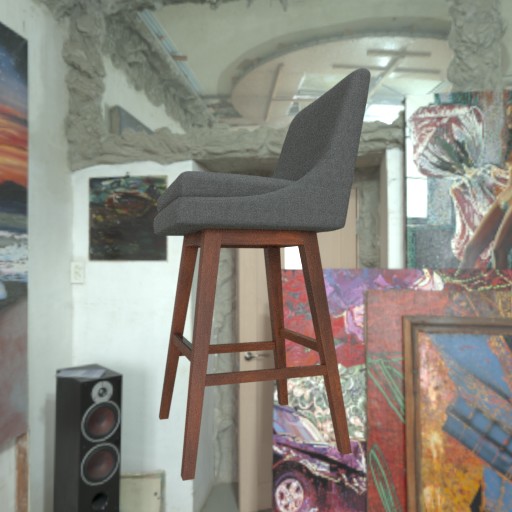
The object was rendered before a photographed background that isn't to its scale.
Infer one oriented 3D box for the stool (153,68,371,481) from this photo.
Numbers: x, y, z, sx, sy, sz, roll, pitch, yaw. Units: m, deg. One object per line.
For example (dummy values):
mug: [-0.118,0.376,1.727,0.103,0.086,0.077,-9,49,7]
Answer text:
stool: [0.000,0.000,1.241,0.524,0.977,0.447,0,-1,-19]
